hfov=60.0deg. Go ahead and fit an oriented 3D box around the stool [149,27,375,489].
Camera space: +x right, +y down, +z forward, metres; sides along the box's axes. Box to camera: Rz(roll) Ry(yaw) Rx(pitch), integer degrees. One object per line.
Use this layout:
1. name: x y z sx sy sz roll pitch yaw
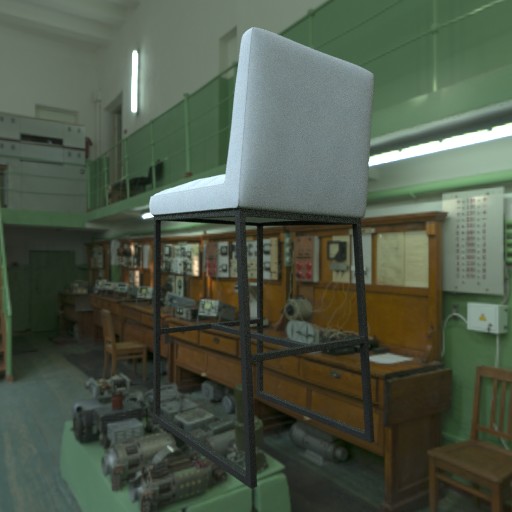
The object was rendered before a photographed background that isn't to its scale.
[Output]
1. stool: 0.000 0.000 1.358 0.464 1.061 0.573 0 -1 -37
